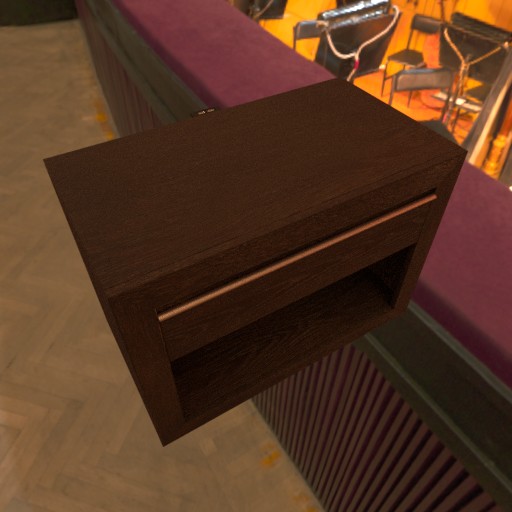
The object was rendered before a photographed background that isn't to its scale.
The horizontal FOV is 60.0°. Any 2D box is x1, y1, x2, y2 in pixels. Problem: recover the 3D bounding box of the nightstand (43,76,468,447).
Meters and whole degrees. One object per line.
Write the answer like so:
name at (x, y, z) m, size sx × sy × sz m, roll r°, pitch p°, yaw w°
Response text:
nightstand at (0.000, 0.000, 1.142) m, size 0.775 × 0.612 × 0.457 m, roll -23°, pitch 50°, yaw -21°
